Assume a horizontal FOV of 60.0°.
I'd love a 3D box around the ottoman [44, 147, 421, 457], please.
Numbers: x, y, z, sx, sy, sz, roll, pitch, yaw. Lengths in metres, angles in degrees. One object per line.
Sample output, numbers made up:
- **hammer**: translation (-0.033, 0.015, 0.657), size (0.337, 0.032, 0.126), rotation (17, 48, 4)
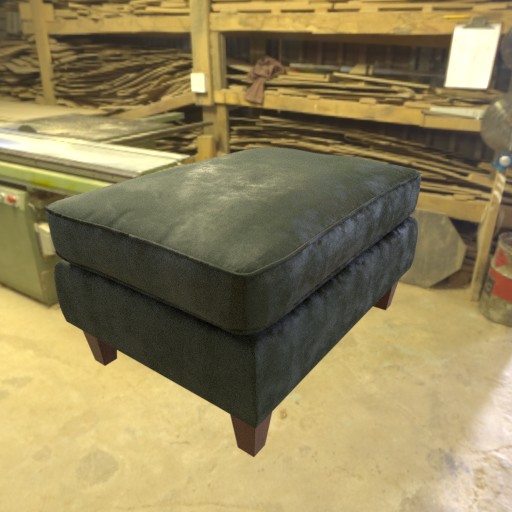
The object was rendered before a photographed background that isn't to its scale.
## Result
- **ottoman**: translation (0.000, 0.000, 1.235), size (0.632, 0.495, 0.864), rotation (17, 30, 33)
